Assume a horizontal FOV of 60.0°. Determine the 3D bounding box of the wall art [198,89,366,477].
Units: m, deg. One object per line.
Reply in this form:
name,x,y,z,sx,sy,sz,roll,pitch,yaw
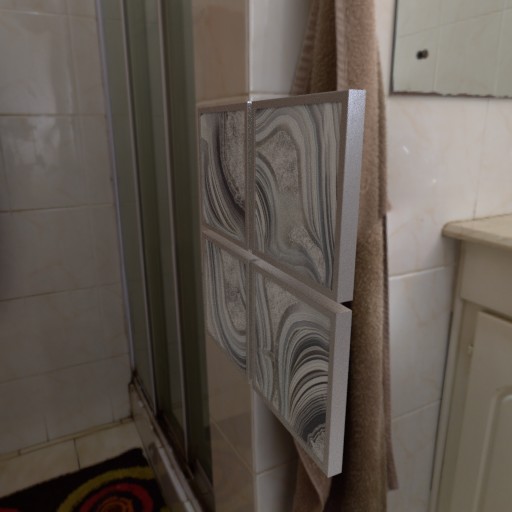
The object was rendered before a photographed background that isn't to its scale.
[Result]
wall art,0.000,0.000,0.928,0.029,0.611,0.611,-8,18,-25
